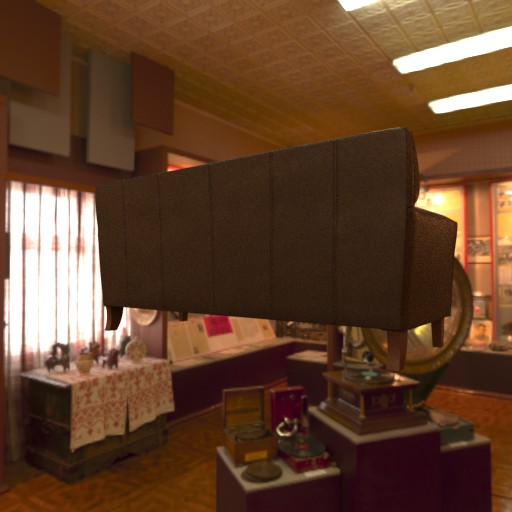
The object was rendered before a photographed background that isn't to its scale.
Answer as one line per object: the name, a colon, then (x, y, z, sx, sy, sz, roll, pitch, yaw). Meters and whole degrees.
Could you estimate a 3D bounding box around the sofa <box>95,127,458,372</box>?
sofa: (0.000, 0.000, 2.589, 2.053, 0.947, 0.805, -1, -2, 37)
